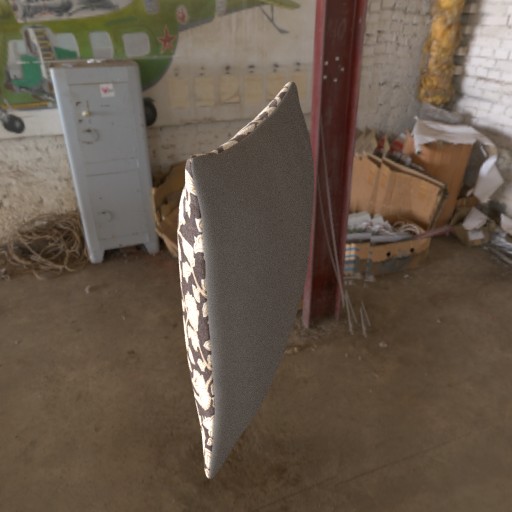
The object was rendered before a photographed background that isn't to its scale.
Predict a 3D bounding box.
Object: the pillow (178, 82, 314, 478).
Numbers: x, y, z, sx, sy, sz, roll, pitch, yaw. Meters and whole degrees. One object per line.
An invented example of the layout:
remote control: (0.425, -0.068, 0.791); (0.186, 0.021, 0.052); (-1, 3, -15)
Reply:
pillow: (0.000, 0.000, 0.776); (0.166, 0.507, 0.526); (8, 31, 13)
